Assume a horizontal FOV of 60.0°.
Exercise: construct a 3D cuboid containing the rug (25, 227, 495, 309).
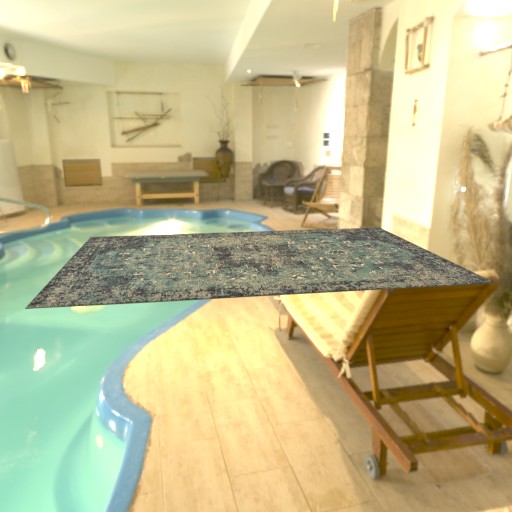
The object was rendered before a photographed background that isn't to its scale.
[{"bbox_3d":[0.000,0.000,2.991,2.440,0.007,1.525,-2,16,-8],"label":"rug"}]
